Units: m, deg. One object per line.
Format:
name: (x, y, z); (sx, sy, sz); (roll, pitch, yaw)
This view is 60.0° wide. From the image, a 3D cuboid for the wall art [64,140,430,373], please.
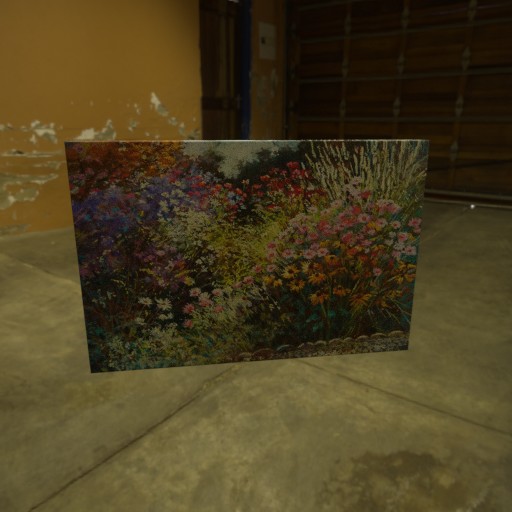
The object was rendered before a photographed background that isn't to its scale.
wall art: (0.000, 0.000, 0.806); (0.610, 0.406, 0.037); (-2, 16, -8)
